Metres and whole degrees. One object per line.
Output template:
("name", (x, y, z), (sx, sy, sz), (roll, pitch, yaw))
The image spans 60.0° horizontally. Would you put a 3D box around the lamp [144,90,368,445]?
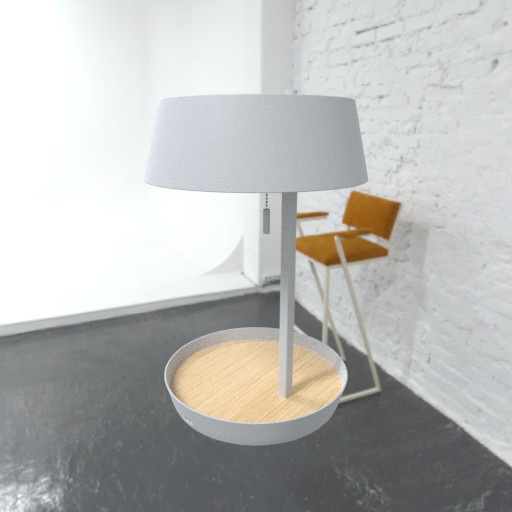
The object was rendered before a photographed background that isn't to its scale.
("lamp", (0.000, 0.000, 0.620), (0.291, 0.429, 0.291), (0, 16, 0))
